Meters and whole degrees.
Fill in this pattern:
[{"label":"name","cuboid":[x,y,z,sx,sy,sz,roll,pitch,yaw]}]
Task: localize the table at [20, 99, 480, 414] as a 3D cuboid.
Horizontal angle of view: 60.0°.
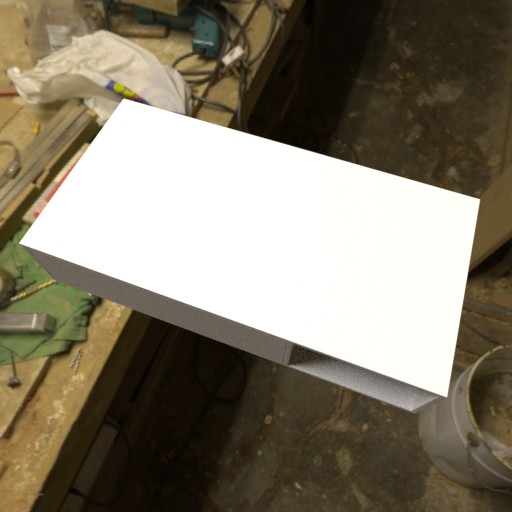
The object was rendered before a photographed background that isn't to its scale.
[{"label":"table","cuboid":[0.000,0.000,1.471,1.194,0.432,0.609,18,63,10]}]
